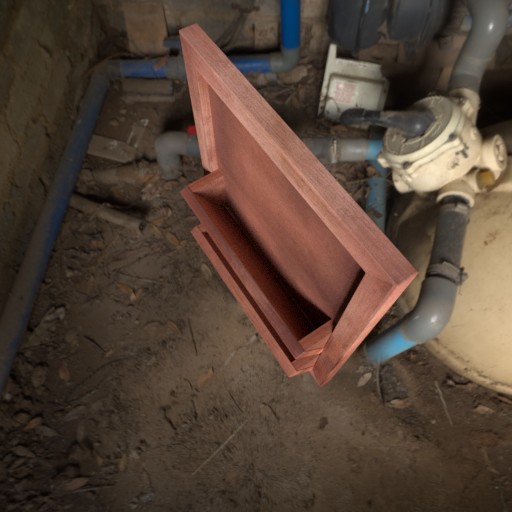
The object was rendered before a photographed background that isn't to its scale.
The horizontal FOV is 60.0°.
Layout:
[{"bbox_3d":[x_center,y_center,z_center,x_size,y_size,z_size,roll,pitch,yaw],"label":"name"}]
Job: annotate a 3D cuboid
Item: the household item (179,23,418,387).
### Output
[{"bbox_3d":[0.000,0.000,0.539,0.067,0.407,0.310,-31,68,-14],"label":"household item"}]
